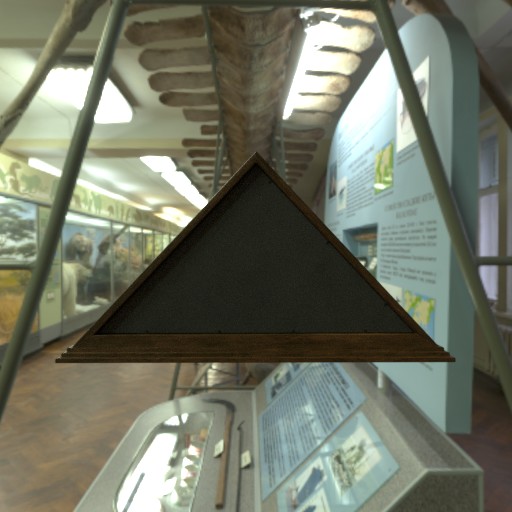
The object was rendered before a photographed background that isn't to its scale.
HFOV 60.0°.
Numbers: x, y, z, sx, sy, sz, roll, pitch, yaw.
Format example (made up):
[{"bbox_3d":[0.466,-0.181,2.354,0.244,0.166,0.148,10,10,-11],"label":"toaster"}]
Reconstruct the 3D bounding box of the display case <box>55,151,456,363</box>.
[{"bbox_3d":[0.000,0.000,0.754,0.640,0.340,0.095,0,0,-1],"label":"display case"}]
